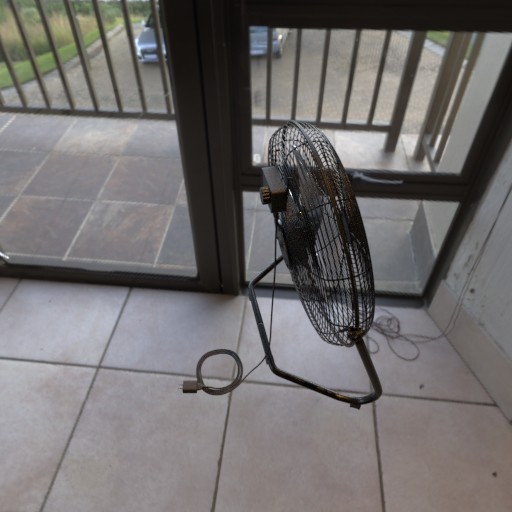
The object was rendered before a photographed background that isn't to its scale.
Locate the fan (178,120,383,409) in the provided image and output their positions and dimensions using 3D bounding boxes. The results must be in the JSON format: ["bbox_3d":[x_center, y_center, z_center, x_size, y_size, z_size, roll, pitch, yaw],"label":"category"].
[{"bbox_3d":[0.000,0.000,0.950,0.424,0.546,0.555,-9,47,-9],"label":"fan"}]
